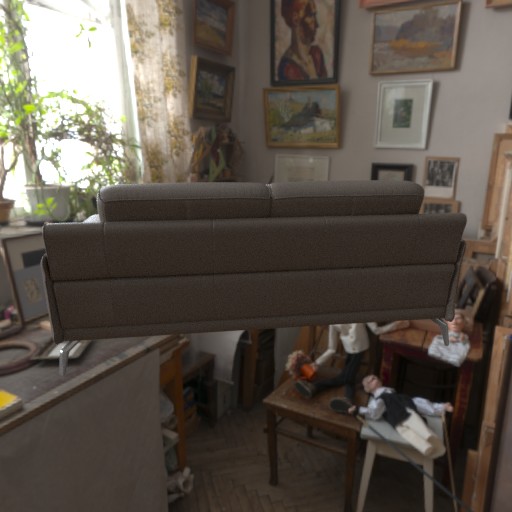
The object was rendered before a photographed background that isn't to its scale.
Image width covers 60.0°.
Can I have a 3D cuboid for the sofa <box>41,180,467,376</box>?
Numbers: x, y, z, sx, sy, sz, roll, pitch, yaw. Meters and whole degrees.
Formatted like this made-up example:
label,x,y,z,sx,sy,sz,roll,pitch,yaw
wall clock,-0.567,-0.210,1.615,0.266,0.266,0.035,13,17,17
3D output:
label,x,y,z,sx,sy,sz,roll,pitch,yaw
sofa,0.000,0.000,2.557,2.101,0.930,1.049,-2,14,-9
